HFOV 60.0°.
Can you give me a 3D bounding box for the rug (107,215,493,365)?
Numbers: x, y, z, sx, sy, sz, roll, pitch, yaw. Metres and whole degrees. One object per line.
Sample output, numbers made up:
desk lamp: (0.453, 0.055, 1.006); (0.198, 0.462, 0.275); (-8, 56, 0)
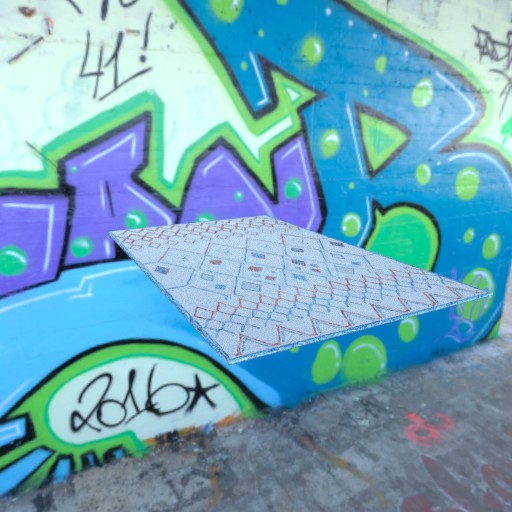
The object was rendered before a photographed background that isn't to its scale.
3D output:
rug: (0.000, 0.000, 3.012); (1.524, 0.015, 2.438); (-8, 18, -27)
